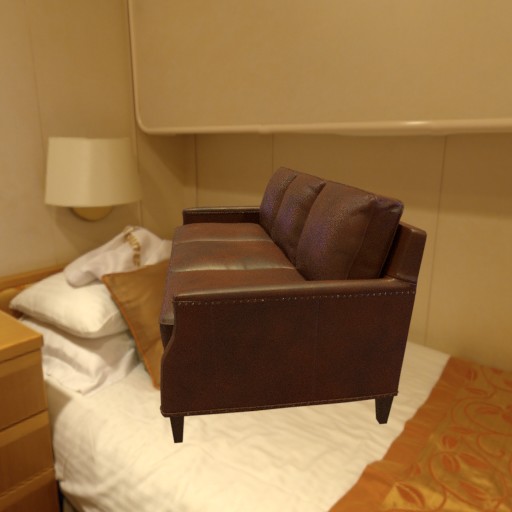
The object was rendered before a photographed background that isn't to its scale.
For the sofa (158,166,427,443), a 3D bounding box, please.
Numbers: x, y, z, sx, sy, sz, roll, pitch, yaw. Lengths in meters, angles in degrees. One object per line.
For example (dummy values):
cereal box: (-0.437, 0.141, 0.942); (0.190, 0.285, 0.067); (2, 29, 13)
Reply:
sofa: (0.000, 0.000, 2.786); (1.084, 1.003, 2.240); (-2, 15, -8)
